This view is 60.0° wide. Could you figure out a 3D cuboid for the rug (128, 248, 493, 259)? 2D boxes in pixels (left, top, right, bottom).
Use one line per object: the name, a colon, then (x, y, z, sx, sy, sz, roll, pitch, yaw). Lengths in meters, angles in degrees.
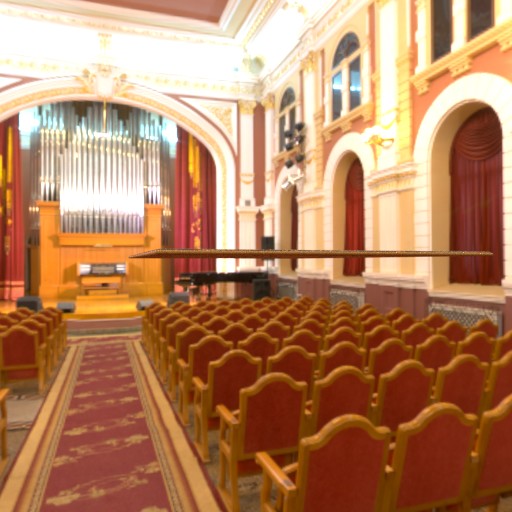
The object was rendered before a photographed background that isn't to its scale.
rug: (0.000, 0.000, 1.066, 0.557, 0.008, 0.863, 0, -1, -18)
